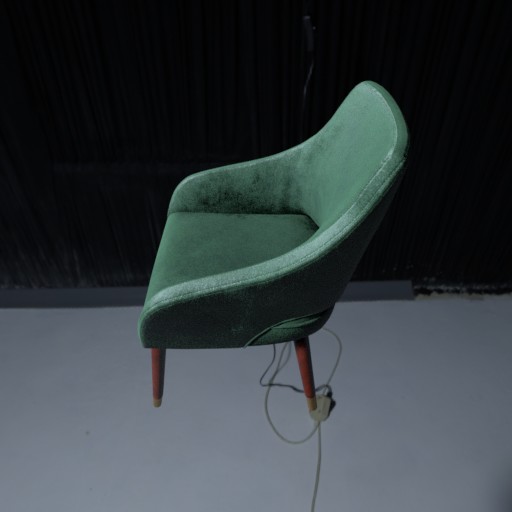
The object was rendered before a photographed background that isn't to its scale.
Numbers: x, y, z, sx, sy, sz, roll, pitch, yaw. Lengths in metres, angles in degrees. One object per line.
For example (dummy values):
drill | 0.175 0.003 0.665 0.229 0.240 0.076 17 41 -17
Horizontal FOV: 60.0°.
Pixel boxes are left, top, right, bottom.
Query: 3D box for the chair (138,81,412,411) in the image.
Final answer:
chair | 0.000 0.000 1.555 0.794 1.081 0.683 0 42 0
